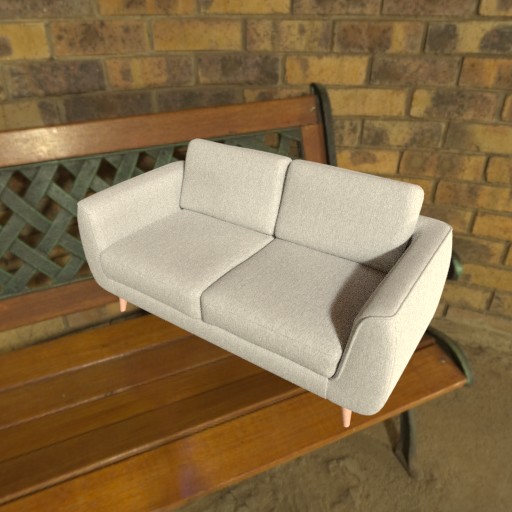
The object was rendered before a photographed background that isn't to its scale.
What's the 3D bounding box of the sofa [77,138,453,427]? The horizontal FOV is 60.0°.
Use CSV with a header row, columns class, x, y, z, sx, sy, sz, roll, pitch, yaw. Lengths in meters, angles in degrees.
class,x,y,z,sx,sy,sz,roll,pitch,yaw
sofa,0.000,0.000,2.237,1.700,0.850,0.920,19,36,29
